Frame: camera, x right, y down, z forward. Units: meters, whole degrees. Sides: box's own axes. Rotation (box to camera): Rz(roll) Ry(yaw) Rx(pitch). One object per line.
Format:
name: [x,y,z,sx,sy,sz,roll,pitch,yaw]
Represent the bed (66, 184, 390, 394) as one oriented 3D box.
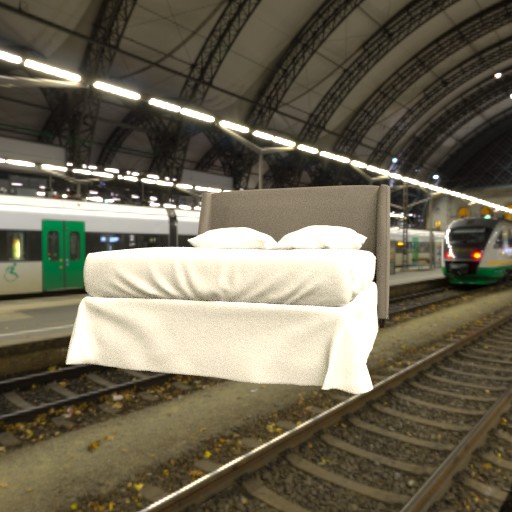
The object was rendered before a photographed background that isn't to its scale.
bed: [0.000,0.000,3.457,1.925,1.332,2.276,0,1,19]
